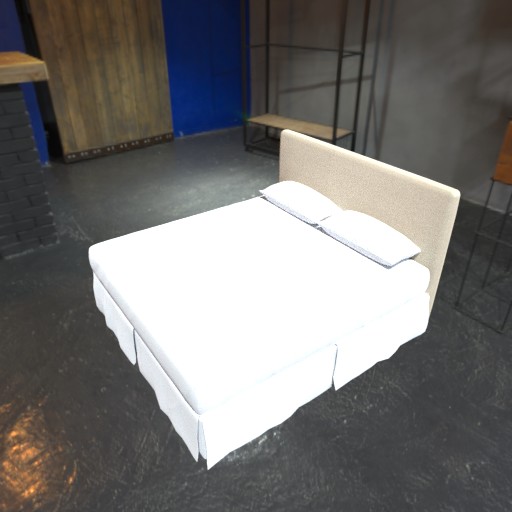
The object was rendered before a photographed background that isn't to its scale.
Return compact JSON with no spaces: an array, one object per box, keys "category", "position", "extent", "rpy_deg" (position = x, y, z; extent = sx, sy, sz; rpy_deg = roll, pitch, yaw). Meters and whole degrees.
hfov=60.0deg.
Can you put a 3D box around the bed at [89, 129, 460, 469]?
[{"category":"bed","position":[0.000,0.000,3.688],"extent":[2.319,1.317,2.119],"rpy_deg":[-20,37,-30]}]
